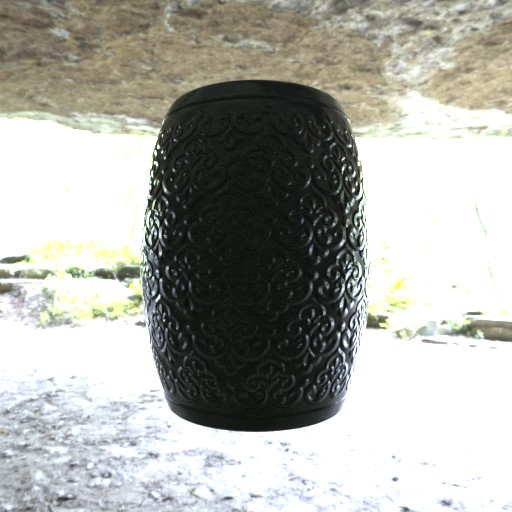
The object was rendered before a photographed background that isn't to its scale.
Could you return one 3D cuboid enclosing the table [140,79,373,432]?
[{"bbox_3d":[0.000,0.000,0.608,0.309,0.397,0.309,0,-1,0],"label":"table"}]
